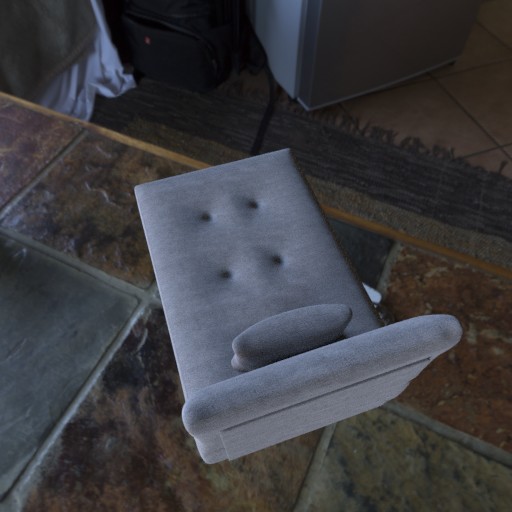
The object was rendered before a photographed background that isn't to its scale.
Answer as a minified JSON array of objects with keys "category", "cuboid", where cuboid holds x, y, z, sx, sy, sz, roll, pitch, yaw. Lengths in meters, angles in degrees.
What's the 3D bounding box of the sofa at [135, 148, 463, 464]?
[{"category":"sofa","cuboid":[0.000,0.000,1.982,0.930,0.820,1.450,-16,59,-10]}]
